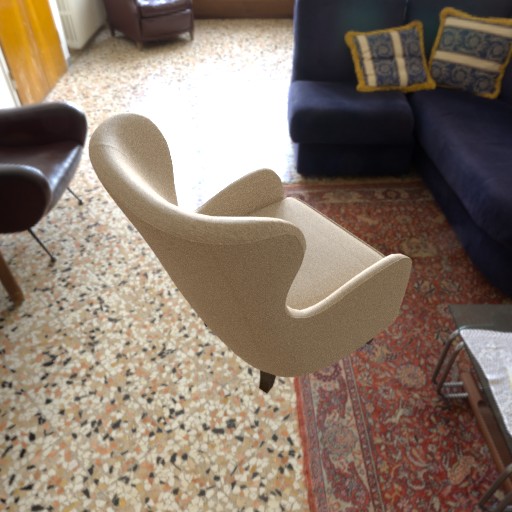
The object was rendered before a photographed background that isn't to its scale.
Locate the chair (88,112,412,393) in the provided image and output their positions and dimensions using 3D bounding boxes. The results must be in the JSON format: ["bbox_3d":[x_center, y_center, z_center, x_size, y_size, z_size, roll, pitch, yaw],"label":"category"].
[{"bbox_3d":[0.000,0.000,1.755,0.984,1.064,0.861,-27,48,-27],"label":"chair"}]
